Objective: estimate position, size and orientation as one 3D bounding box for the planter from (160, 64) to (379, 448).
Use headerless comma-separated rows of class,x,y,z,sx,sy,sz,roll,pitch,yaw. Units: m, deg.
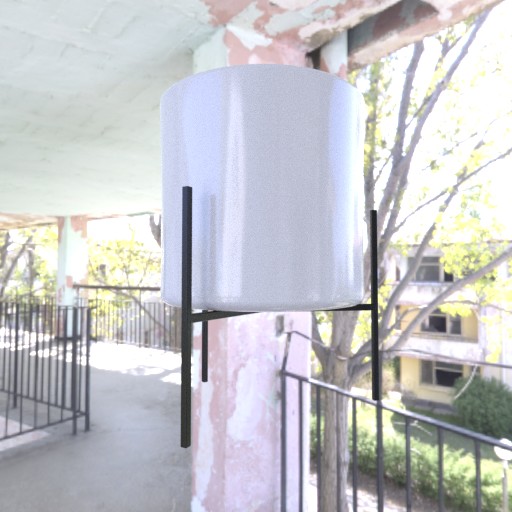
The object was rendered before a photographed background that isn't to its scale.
planter,0.000,0.000,0.732,0.360,0.480,0.361,2,-3,-35
